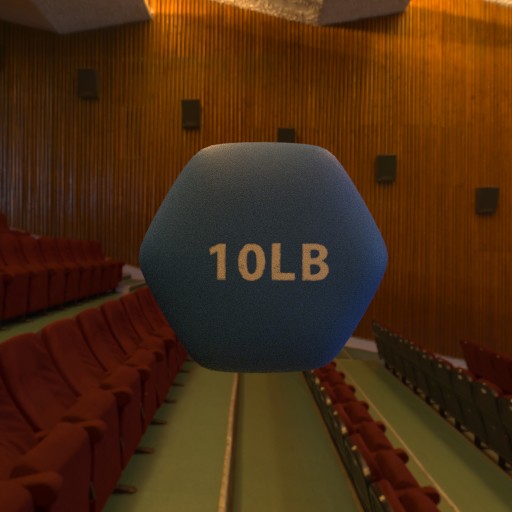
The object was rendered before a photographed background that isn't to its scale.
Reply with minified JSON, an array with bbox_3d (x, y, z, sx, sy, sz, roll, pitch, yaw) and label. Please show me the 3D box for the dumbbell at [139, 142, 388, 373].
[{"bbox_3d":[0.000,0.000,0.268,0.103,0.093,0.212,0,1,-1],"label":"dumbbell"}]
